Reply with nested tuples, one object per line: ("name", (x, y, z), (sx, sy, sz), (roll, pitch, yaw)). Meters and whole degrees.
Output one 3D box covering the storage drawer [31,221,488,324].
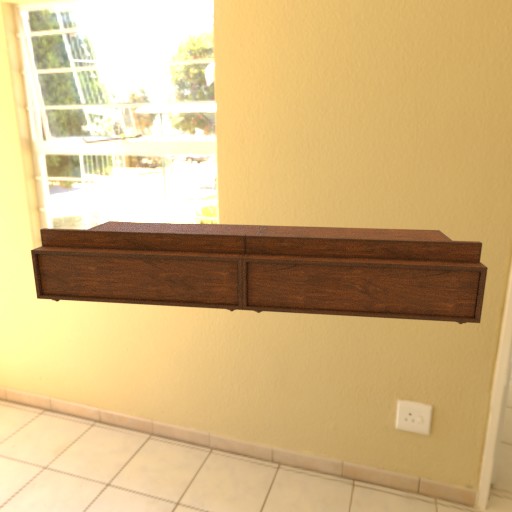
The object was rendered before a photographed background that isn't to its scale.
("storage drawer", (0.000, 0.000, 2.232), (1.914, 0.339, 0.774), (2, 15, 8))
